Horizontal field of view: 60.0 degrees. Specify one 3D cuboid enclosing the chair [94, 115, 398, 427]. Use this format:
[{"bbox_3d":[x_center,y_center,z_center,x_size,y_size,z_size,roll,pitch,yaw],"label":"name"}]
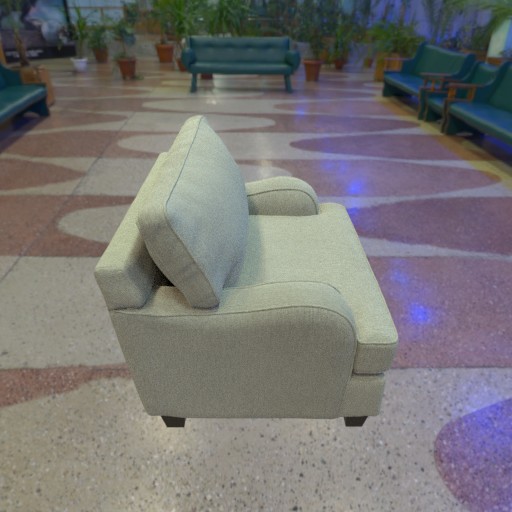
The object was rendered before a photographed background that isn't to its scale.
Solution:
[{"bbox_3d":[0.000,0.000,2.055,1.041,1.016,1.220,0,31,0],"label":"chair"}]
